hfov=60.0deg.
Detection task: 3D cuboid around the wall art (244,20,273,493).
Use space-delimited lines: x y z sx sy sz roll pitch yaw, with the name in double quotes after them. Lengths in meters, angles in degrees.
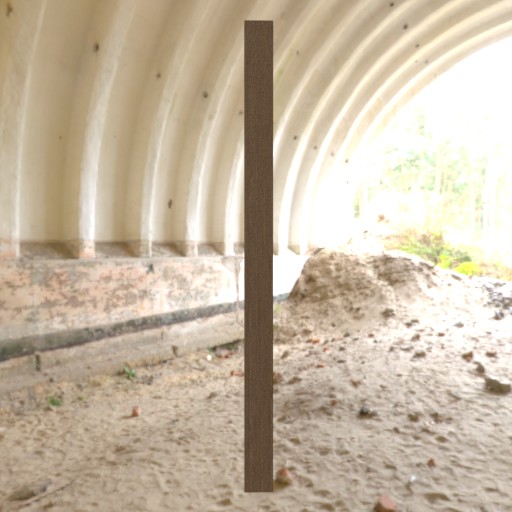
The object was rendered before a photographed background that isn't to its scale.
0.000 0.000 0.657 0.032 0.510 0.358 0 1 -1 "wall art"
